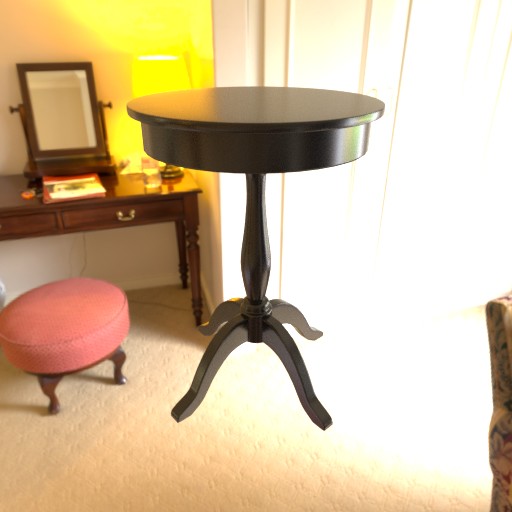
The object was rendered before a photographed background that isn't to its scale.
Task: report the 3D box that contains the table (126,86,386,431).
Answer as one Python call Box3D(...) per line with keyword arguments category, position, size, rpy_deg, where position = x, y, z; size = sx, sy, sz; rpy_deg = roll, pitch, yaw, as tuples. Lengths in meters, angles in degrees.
Box3D(category="table", position=(0.000, 0.000, 0.990), size=(0.481, 0.665, 0.481), rpy_deg=(0, 27, 0))
